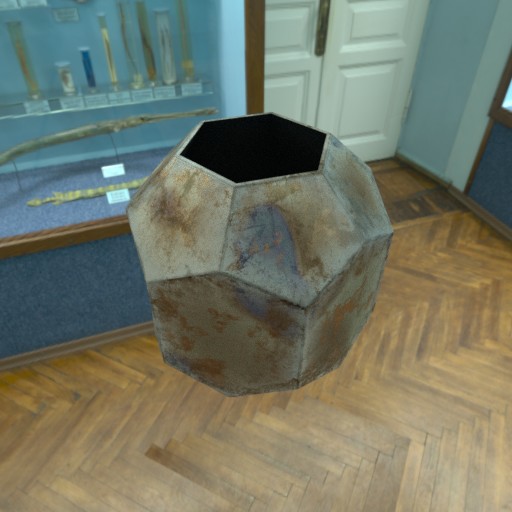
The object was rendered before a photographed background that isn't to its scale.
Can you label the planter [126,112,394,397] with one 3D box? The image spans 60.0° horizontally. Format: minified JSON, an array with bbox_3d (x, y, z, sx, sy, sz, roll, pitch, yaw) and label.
[{"bbox_3d":[0.000,0.000,0.434,0.221,0.238,0.243,-11,42,-13],"label":"planter"}]
